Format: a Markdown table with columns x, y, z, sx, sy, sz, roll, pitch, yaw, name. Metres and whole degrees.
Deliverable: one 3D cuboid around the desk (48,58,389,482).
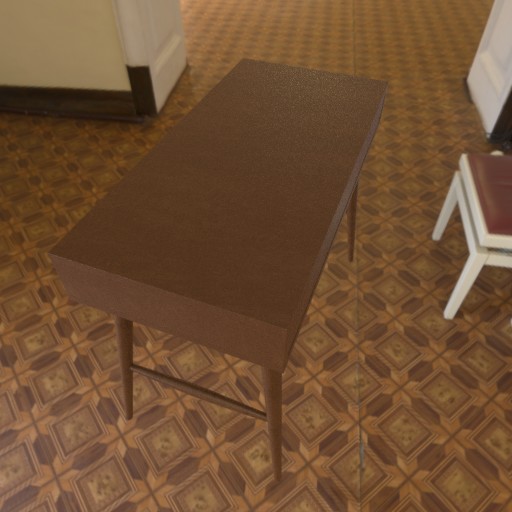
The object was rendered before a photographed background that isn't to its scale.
| x | y | z | sx | sy | sz | roll | pitch | yaw | name |
| --- | --- | --- | --- | --- | --- | --- | --- | --- | --- |
| 0.000 | 0.000 | 1.343 | 0.510 | 0.758 | 0.949 | 16 | 48 | 15 | desk |
